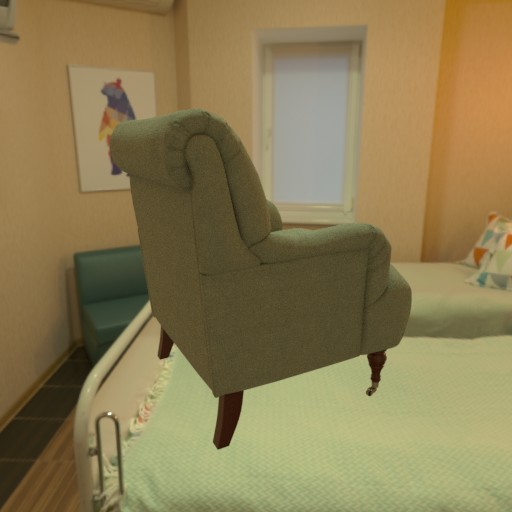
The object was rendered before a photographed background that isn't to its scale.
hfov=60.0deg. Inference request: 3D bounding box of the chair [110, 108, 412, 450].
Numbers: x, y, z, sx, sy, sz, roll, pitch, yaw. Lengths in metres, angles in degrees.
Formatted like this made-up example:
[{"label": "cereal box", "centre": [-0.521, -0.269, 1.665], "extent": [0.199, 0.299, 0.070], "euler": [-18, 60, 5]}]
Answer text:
[{"label": "chair", "centre": [0.000, 0.000, 1.974], "extent": [1.060, 1.178, 0.964], "euler": [-7, 16, -26]}]
